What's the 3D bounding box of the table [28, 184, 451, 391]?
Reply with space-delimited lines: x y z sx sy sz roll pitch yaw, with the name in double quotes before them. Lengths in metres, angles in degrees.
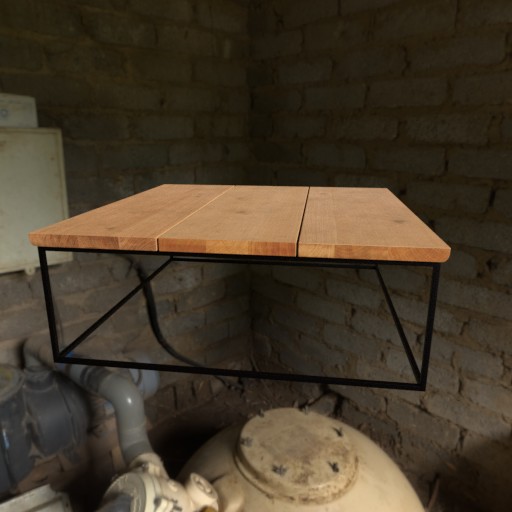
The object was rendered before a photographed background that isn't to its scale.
"table" 0.000 0.000 1.715 1.100 0.400 1.100 2 16 8
